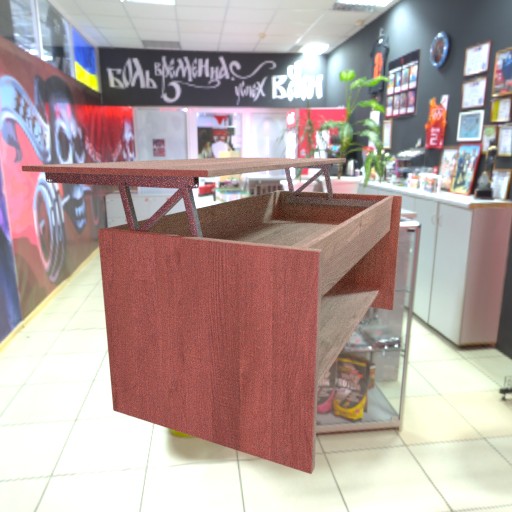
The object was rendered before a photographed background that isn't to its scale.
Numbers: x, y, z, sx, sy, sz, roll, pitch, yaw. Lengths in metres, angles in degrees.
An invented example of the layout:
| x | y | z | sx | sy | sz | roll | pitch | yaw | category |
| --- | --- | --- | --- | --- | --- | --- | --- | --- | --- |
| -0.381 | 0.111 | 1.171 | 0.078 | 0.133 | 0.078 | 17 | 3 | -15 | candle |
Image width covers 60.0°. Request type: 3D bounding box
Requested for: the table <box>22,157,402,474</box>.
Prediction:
| x | y | z | sx | sy | sz | roll | pitch | yaw | category |
| --- | --- | --- | --- | --- | --- | --- | --- | --- | --- |
| 0.000 | 0.000 | 1.369 | 0.712 | 0.570 | 1.000 | 6 | 15 | 25 | table |
